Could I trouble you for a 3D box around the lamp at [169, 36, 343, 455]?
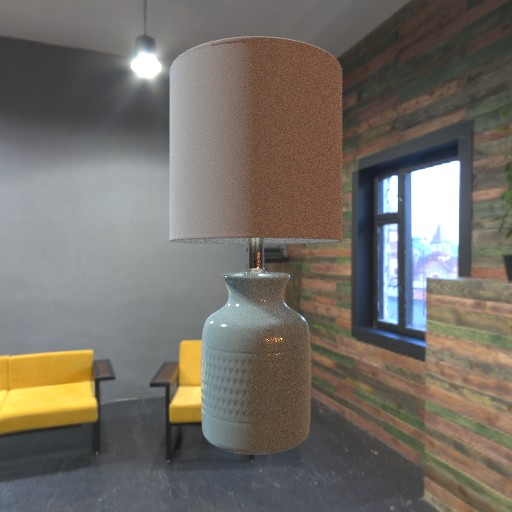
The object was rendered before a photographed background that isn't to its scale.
[{"bbox_3d":[0.000,0.000,1.088,0.418,0.871,0.418,0,0,-19],"label":"lamp"}]
